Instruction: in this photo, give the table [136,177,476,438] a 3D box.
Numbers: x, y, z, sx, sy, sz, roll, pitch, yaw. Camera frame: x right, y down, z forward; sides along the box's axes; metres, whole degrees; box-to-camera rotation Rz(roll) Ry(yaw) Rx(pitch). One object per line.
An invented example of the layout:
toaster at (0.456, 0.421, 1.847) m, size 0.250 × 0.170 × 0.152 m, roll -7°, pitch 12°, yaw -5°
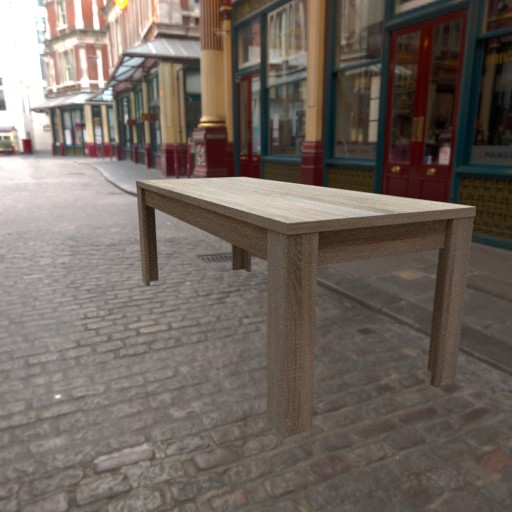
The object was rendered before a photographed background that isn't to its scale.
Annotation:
table at (0.000, 0.000, 2.659) m, size 0.900 × 0.790 × 2.200 m, roll -7°, pitch 15°, yaw -26°
